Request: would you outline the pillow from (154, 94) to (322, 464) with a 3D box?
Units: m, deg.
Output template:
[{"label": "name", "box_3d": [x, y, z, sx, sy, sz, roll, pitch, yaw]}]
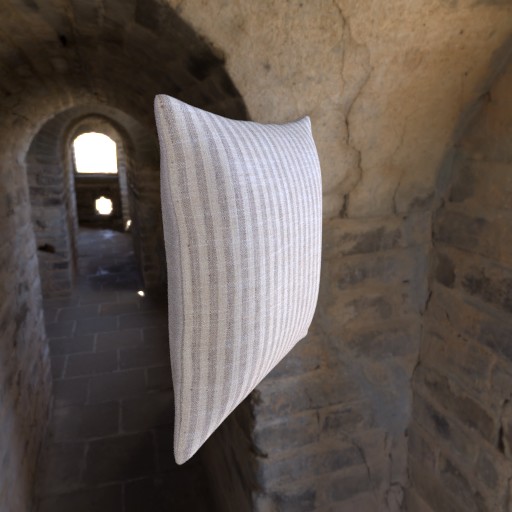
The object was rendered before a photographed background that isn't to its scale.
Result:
[{"label": "pillow", "box_3d": [0.000, 0.000, 0.801, 0.166, 0.510, 0.523, 7, 16, 26]}]
